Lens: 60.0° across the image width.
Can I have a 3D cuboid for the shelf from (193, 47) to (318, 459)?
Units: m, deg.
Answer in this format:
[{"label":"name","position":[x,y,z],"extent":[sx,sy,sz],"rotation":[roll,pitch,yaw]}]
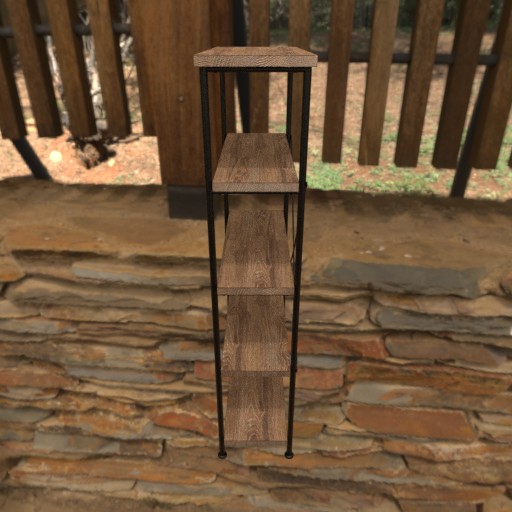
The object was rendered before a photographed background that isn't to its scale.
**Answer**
[{"label":"shelf","position":[0.000,0.000,2.017],"extent":[0.360,1.700,0.800],"rotation":[0,27,0]}]
